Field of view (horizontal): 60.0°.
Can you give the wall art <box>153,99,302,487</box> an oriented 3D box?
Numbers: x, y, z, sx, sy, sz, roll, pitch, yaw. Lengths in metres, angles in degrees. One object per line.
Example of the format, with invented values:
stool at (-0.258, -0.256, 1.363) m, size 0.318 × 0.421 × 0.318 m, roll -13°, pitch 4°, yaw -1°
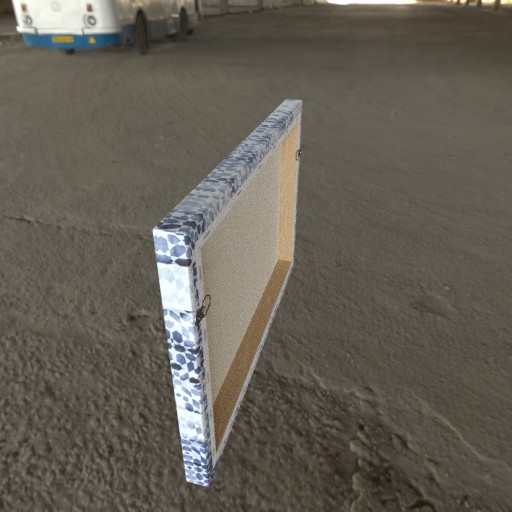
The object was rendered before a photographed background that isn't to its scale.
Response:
wall art at (0.000, 0.000, 1.160) m, size 0.057 × 0.608 × 0.911 m, roll 8°, pitch 32°, yaw 13°
